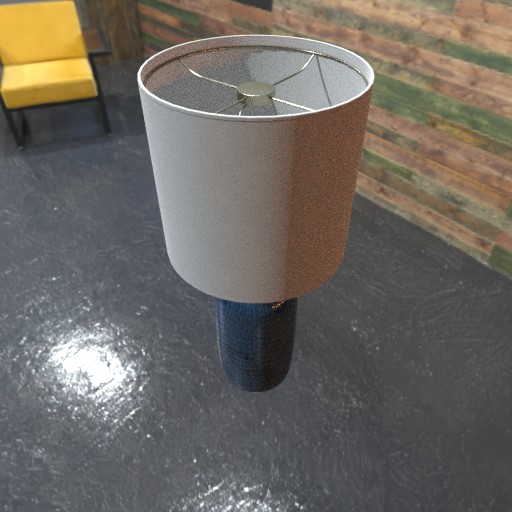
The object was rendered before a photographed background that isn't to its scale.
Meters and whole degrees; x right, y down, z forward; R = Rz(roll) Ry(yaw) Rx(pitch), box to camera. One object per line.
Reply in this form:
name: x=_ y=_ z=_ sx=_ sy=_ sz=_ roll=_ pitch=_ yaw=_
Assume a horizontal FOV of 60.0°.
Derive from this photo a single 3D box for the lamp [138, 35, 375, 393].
lamp: x=0.000 y=0.000 z=0.577 sx=0.220 sy=0.475 sz=0.220 roll=-27 pitch=48 yaw=-28
